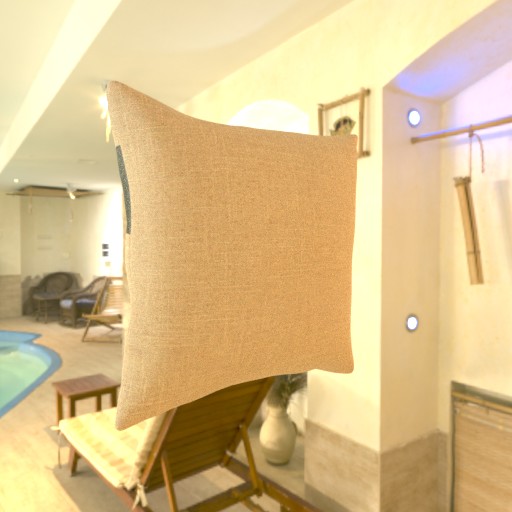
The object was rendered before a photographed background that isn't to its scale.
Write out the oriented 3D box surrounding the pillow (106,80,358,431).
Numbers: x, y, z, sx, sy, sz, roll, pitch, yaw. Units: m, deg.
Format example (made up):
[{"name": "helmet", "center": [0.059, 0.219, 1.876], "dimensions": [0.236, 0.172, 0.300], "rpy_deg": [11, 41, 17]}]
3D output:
[{"name": "pillow", "center": [0.000, 0.000, 0.623], "dimensions": [0.414, 0.399, 0.173], "rpy_deg": [-1, 2, -36]}]
